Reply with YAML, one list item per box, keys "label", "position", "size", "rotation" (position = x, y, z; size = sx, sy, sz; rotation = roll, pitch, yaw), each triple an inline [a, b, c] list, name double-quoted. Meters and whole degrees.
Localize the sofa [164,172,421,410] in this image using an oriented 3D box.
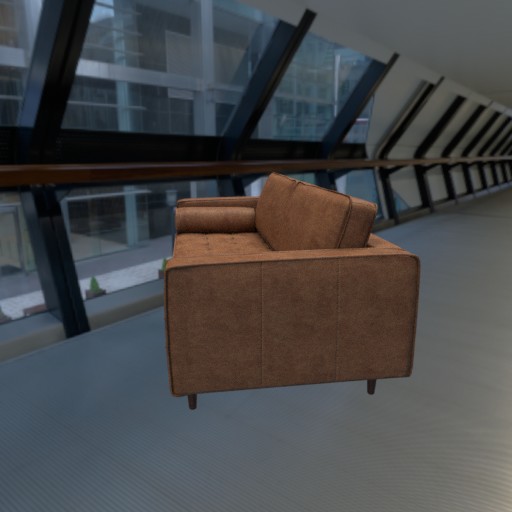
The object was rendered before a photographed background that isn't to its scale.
- label: "sofa"
  position: [0.000, 0.000, 2.453]
  size: [0.924, 0.825, 1.920]
  rotation: [-2, 14, -8]
